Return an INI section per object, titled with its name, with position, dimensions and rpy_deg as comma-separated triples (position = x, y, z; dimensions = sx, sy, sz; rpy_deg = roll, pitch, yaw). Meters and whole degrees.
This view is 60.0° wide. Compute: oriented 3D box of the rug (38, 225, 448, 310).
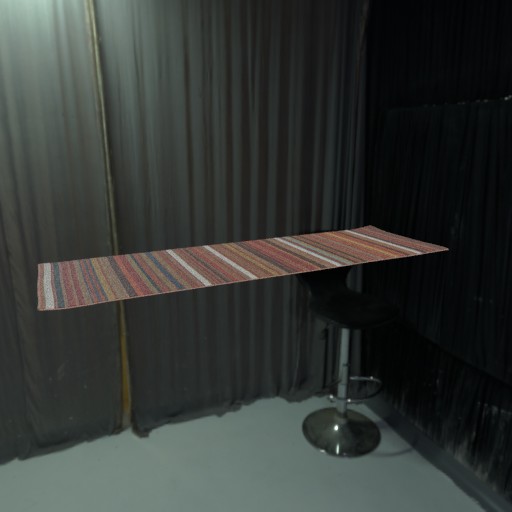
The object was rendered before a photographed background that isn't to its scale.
[rug]
position = 0.000, 0.000, 2.745
dimensions = 2.444, 0.030, 0.799
rpy_deg = -7, 17, -25
